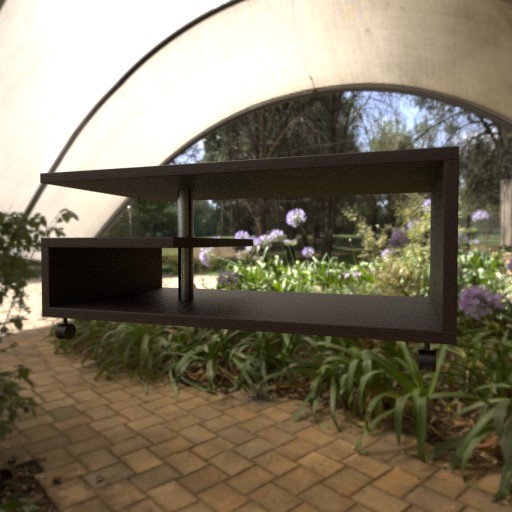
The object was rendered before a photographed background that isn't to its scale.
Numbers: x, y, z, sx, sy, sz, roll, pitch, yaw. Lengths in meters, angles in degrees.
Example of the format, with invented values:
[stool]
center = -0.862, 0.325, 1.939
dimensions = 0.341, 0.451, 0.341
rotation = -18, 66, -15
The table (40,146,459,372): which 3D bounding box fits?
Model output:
[table]
center = 0.000, 0.000, 1.328
dimensions = 1.050, 0.460, 0.590
rotation = 1, 2, 19
